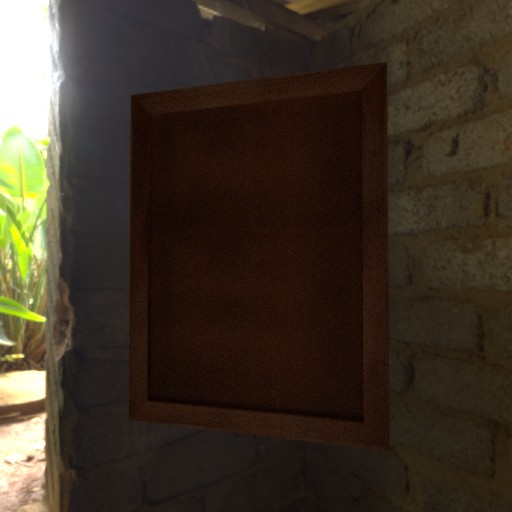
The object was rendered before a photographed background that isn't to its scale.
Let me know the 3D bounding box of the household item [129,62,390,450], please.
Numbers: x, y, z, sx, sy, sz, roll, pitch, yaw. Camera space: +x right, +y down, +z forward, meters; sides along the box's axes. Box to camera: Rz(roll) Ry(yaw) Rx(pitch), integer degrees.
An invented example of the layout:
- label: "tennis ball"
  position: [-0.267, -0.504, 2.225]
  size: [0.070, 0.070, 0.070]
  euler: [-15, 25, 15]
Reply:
- label: "household item"
  position: [0.000, 0.000, 0.541]
  size: [0.310, 0.407, 0.067]
  euler: [0, -1, 17]
